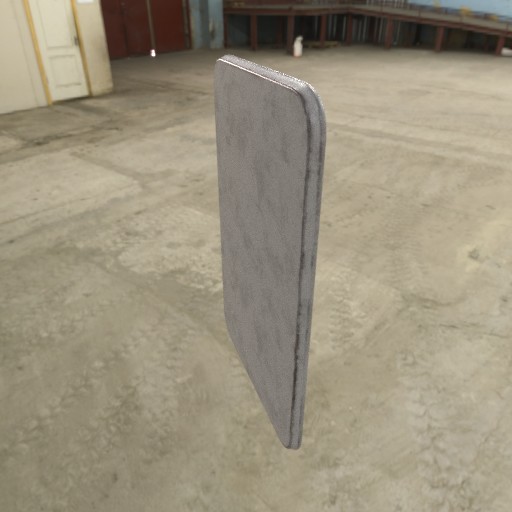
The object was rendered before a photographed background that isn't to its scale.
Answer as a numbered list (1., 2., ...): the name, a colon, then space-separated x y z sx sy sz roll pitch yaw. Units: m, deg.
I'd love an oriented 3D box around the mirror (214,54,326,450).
1. mirror: 0.000 0.000 0.896 0.024 0.713 0.461 -11 32 -17
